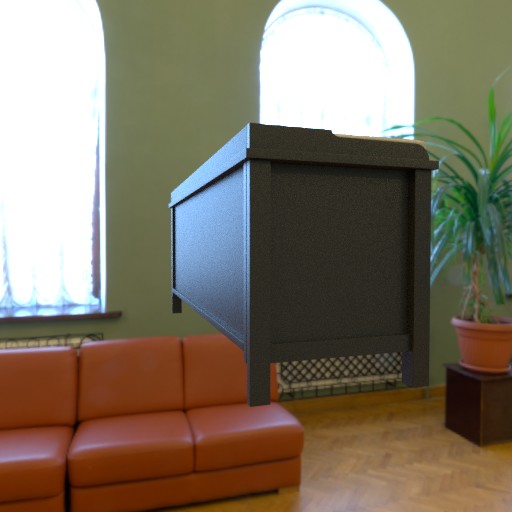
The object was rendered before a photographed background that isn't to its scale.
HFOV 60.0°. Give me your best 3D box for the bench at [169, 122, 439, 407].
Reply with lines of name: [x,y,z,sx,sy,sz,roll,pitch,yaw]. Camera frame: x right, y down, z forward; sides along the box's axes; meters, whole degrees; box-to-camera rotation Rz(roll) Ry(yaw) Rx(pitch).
bench: [0.000,0.000,1.366,0.398,0.501,1.140,-1,2,-18]
